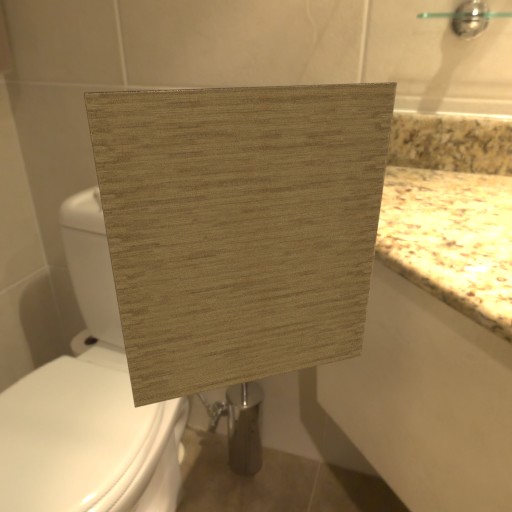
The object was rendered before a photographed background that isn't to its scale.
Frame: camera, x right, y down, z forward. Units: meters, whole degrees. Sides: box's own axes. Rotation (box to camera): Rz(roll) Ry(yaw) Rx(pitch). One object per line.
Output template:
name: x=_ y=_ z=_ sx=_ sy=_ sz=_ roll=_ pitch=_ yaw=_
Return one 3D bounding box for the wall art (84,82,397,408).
wall art: x=0.000 y=0.000 z=0.781 sx=0.483 sy=0.559 sz=0.009 roll=-8 pitch=28 yaw=-16
